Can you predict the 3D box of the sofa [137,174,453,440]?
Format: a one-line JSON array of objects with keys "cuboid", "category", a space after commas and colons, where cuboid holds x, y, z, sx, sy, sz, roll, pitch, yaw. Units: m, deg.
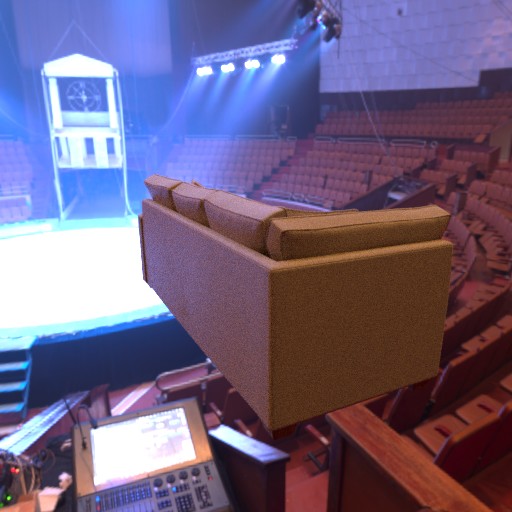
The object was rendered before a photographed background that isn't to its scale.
[{"cuboid": [0.000, 0.000, 2.935, 1.061, 0.962, 2.317, -7, 17, -26], "category": "sofa"}]
